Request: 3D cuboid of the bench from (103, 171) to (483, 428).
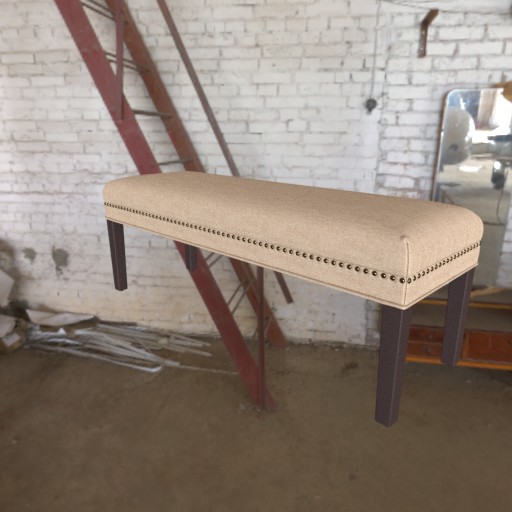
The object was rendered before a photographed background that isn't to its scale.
[{"bbox_3d":[0.000,0.000,1.434,1.219,0.457,0.410,16,23,42],"label":"bench"}]
